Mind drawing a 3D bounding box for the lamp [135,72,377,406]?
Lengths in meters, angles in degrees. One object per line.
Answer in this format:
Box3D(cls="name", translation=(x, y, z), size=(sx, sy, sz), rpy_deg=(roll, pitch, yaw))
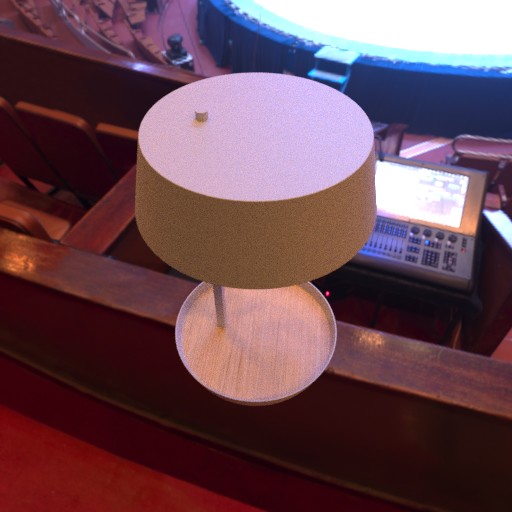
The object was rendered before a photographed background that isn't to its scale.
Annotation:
Box3D(cls="lamp", translation=(0.000, 0.000, 0.622), size=(0.291, 0.429, 0.291), rpy_deg=(0, 48, 0))
